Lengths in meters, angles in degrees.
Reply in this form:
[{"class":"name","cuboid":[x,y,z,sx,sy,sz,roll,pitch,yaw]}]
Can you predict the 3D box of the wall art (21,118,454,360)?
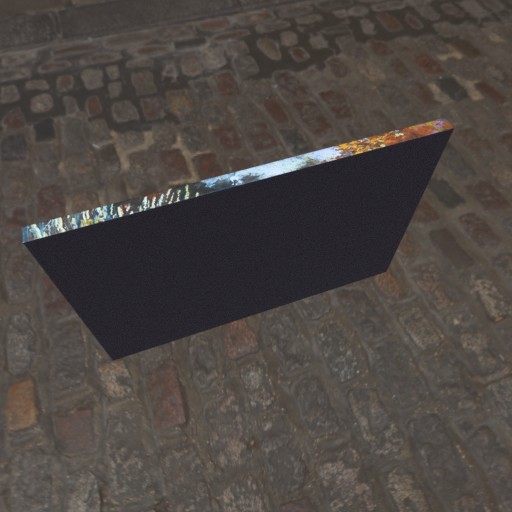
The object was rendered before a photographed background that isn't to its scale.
[{"class":"wall art","cuboid":[0.000,0.000,1.146,0.908,0.604,0.037,-17,58,-11]}]
